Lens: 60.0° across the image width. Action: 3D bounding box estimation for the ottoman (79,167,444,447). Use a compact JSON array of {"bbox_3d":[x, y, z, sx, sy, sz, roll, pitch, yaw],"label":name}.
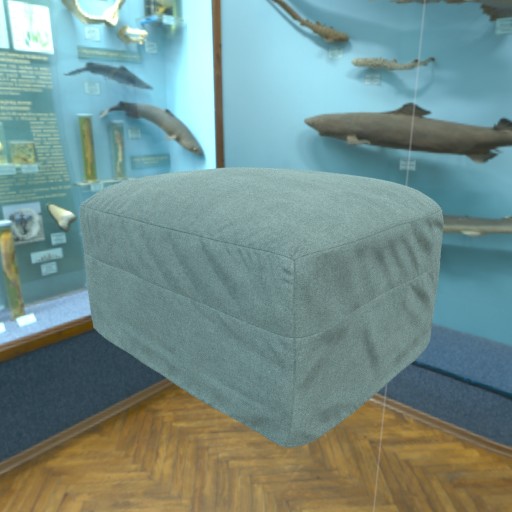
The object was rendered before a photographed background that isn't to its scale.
[{"bbox_3d":[0.000,0.000,1.255,0.837,0.481,0.683,16,23,41],"label":"ottoman"}]
